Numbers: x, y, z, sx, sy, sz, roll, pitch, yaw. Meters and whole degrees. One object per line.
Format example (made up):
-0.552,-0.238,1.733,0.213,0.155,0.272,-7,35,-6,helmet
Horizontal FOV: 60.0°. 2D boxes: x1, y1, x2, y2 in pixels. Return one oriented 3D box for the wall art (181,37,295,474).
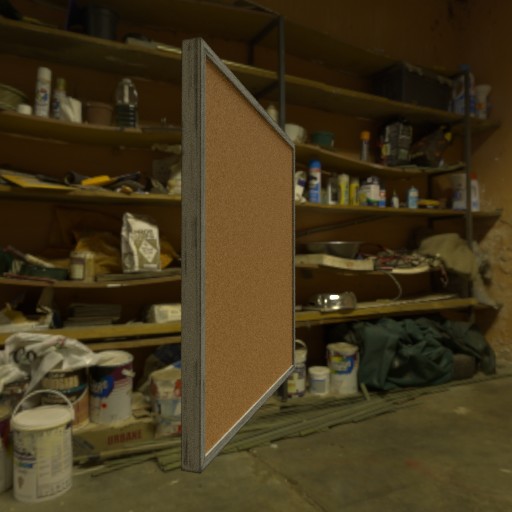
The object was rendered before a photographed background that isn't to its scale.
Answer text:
0.000,0.000,1.140,0.037,0.761,0.761,0,0,17,wall art
